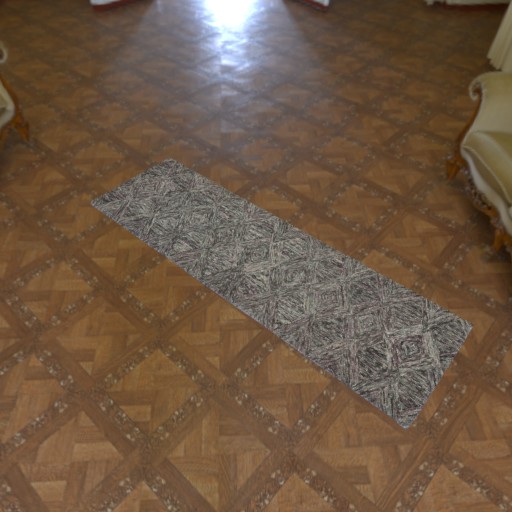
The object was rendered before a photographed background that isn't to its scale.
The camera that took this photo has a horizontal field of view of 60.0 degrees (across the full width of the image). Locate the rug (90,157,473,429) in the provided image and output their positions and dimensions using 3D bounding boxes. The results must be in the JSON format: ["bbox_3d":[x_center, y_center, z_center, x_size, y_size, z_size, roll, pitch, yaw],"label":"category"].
[{"bbox_3d":[0.000,0.000,2.576,2.305,0.013,0.719,32,54,27],"label":"rug"}]
